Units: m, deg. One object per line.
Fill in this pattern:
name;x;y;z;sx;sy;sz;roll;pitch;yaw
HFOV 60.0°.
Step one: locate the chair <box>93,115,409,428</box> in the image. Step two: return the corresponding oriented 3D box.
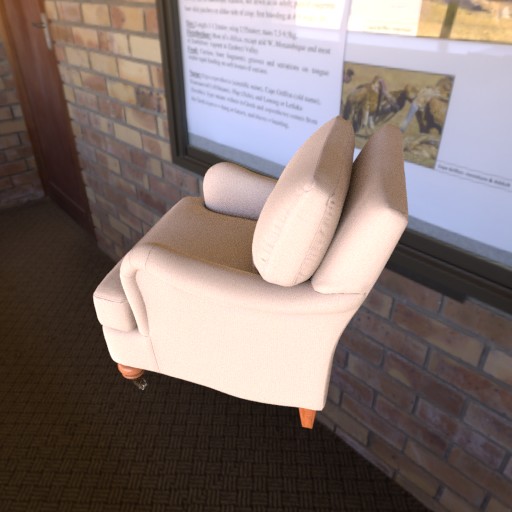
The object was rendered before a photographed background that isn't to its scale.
chair;0.000;0.000;1.888;1.070;1.038;0.955;8;33;12
